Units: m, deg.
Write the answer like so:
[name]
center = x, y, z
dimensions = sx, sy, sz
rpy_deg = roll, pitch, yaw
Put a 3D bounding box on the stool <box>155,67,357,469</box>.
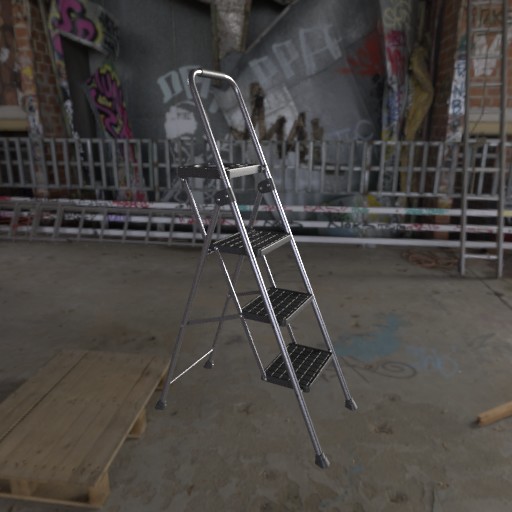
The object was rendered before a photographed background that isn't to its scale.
[stool]
center = 0.000, 0.000, 1.617
dimensions = 0.733, 1.277, 0.396
rpy_deg = 8, 18, 26
